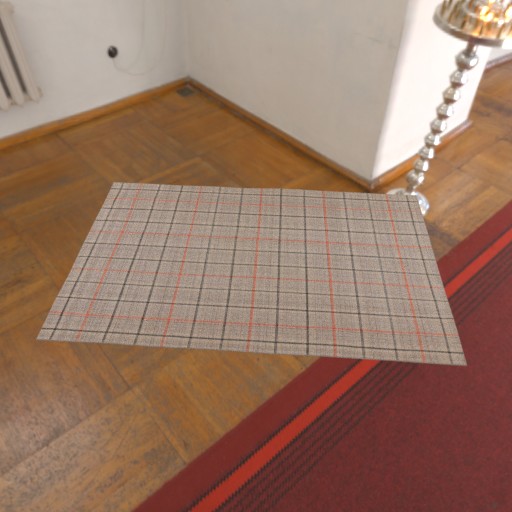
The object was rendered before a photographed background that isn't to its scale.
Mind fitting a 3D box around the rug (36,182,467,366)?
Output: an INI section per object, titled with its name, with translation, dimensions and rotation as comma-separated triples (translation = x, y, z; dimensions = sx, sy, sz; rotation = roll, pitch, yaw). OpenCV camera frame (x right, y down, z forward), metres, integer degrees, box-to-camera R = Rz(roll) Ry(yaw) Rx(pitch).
[rug]
translation = 0.000, 0.000, 3.032
dimensions = 2.439, 0.015, 1.524
rotation = 3, 46, 3
